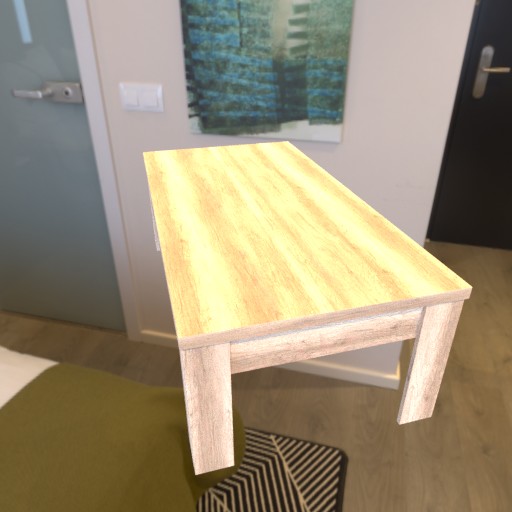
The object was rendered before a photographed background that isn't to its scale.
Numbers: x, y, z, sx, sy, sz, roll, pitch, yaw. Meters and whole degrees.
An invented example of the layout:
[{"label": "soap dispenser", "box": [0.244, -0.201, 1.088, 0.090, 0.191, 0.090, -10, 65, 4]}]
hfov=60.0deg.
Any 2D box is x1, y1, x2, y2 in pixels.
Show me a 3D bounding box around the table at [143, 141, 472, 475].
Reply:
[{"label": "table", "box": [0.000, 0.000, 1.657, 0.700, 0.460, 1.350, -8, 30, -13]}]
